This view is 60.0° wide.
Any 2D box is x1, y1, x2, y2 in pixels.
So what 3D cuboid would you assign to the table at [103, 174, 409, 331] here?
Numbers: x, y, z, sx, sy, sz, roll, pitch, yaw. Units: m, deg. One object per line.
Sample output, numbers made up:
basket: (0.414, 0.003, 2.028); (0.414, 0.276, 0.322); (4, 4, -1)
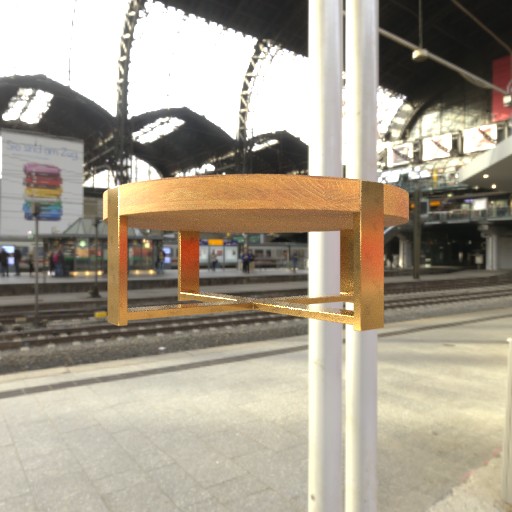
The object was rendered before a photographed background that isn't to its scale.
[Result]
table: (0.000, 0.000, 1.693); (1.100, 0.420, 1.100); (0, 0, 0)
